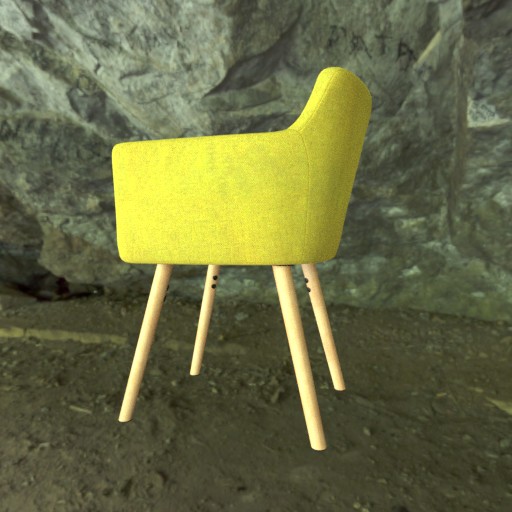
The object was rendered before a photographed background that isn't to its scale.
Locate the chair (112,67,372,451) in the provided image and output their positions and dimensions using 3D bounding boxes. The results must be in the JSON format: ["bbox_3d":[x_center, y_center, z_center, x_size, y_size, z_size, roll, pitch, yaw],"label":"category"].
[{"bbox_3d":[0.000,0.000,1.143,0.570,0.780,0.570,1,2,18],"label":"chair"}]
